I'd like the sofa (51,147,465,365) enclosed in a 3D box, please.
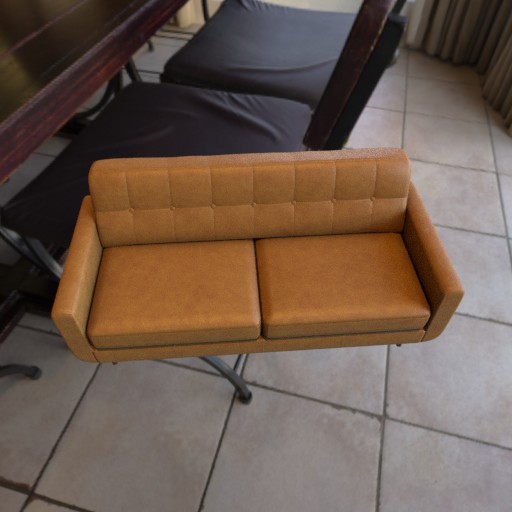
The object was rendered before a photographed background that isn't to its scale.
[{"bbox_3d":[0.000,0.000,2.687,2.137,0.892,0.980,-3,48,-3],"label":"sofa"}]
